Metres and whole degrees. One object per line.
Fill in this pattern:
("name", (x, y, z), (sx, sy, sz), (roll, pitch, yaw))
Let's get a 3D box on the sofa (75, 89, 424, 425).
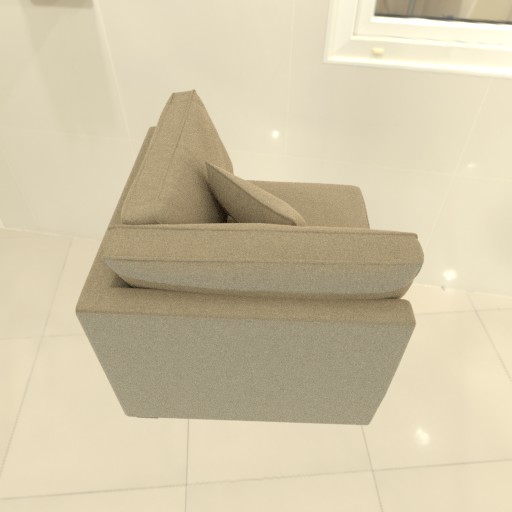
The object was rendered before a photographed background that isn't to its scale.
("sofa", (0.000, 0.000, 1.965), (1.084, 1.002, 1.146), (2, 46, 2))
